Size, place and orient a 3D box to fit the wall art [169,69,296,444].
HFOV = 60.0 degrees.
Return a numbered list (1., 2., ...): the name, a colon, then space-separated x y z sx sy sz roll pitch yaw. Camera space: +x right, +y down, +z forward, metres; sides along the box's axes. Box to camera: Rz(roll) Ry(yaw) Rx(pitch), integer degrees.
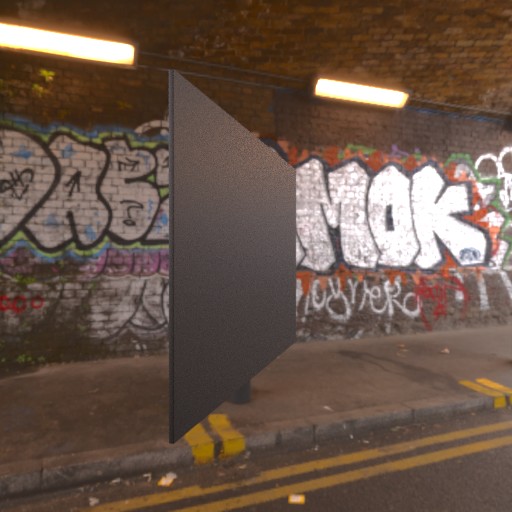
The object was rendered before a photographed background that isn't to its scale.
1. wall art: 0.000 0.000 1.524 0.013 0.811 1.192 0 0 18
